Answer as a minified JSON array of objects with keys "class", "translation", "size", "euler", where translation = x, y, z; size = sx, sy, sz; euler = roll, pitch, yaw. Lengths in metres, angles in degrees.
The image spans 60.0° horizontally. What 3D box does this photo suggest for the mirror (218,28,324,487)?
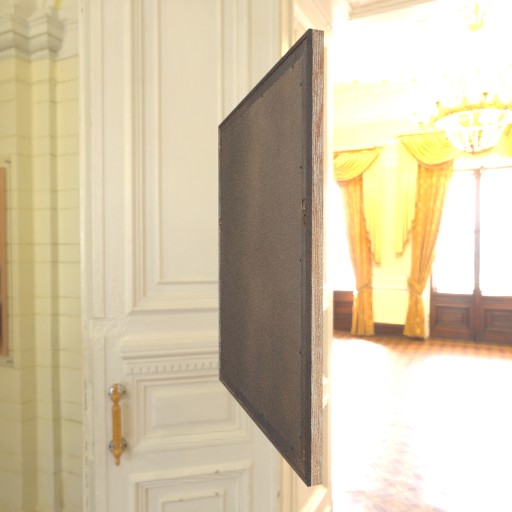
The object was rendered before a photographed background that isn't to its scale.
[{"class":"mirror","translation":[0.000,0.000,1.203],"size":[0.032,0.882,0.730],"euler":[0,2,-18]}]
